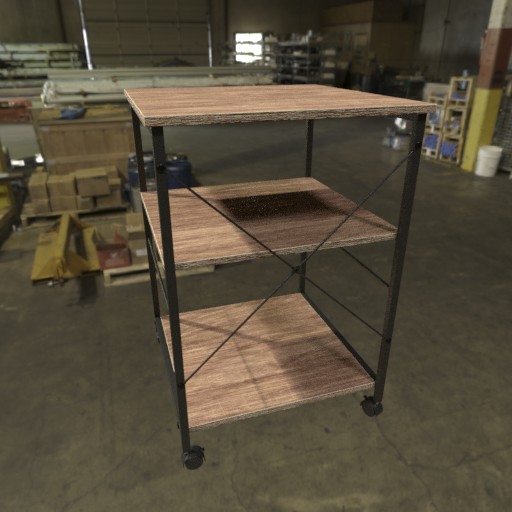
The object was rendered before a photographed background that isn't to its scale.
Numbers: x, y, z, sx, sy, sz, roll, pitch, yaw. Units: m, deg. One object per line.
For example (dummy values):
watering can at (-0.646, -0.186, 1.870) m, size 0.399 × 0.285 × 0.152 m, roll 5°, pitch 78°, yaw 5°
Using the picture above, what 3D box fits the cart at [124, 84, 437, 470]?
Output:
cart at (0.000, 0.000, 1.114) m, size 0.521 × 0.762 × 0.520 m, roll -8°, pitch 26°, yaw -17°
